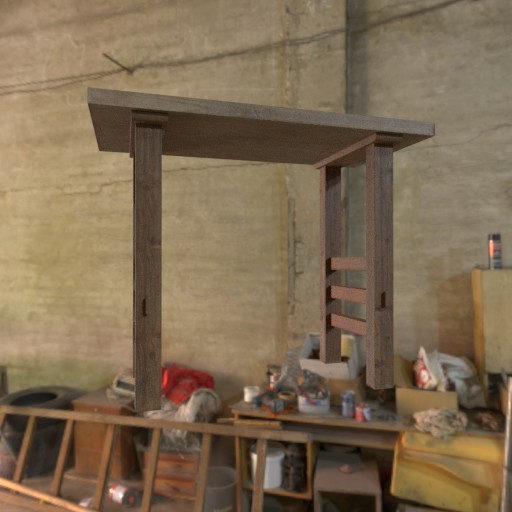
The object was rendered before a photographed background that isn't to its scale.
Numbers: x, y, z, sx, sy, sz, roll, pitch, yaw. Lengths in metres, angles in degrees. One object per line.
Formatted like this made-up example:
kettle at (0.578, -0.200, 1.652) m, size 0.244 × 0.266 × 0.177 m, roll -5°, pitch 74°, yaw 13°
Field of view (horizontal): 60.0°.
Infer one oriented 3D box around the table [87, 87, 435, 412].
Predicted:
table at (0.000, 0.000, 1.627) m, size 1.119 × 0.914 × 0.556 m, roll 0°, pitch 0°, yaw -16°
